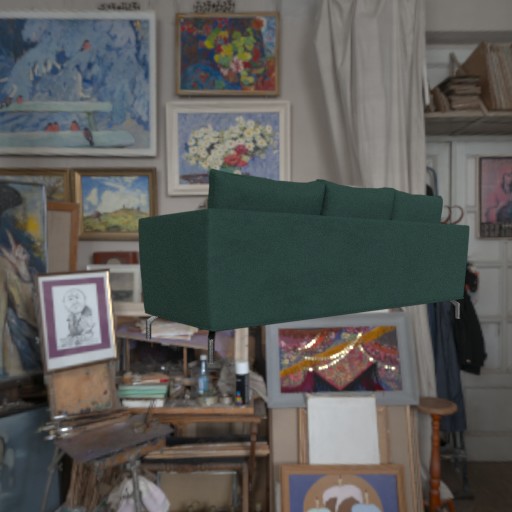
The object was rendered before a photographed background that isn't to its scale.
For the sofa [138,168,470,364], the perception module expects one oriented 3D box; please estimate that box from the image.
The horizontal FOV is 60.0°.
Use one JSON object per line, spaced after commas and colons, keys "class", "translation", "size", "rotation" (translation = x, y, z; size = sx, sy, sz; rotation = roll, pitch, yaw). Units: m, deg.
{"class": "sofa", "translation": [0.000, 0.000, 3.785], "size": [2.452, 1.004, 2.468], "rotation": [-1, 1, -38]}
